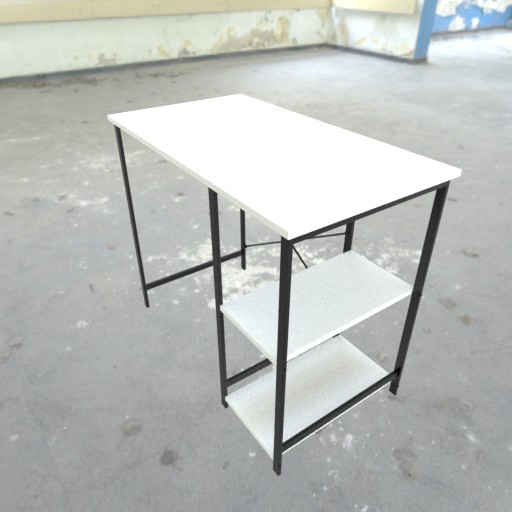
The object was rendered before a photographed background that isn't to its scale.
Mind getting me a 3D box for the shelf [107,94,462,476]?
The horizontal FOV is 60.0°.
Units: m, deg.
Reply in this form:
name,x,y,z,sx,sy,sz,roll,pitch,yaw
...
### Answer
name,x,y,z,sx,sy,sz,roll,pitch,yaw
shelf,0.000,0.000,1.388,0.498,0.750,0.902,-21,38,-29
